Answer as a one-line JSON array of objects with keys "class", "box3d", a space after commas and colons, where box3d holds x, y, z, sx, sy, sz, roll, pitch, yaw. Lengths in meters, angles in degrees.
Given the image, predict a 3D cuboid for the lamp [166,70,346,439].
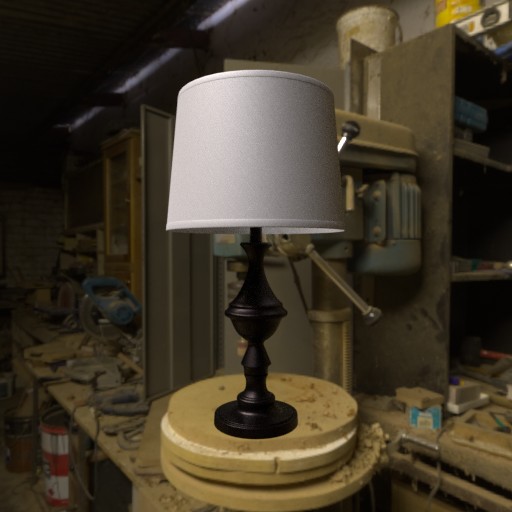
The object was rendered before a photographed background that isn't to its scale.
[{"class": "lamp", "box3d": [0.000, 0.000, 0.966, 0.383, 0.726, 0.383, 0, 1, 0]}]
